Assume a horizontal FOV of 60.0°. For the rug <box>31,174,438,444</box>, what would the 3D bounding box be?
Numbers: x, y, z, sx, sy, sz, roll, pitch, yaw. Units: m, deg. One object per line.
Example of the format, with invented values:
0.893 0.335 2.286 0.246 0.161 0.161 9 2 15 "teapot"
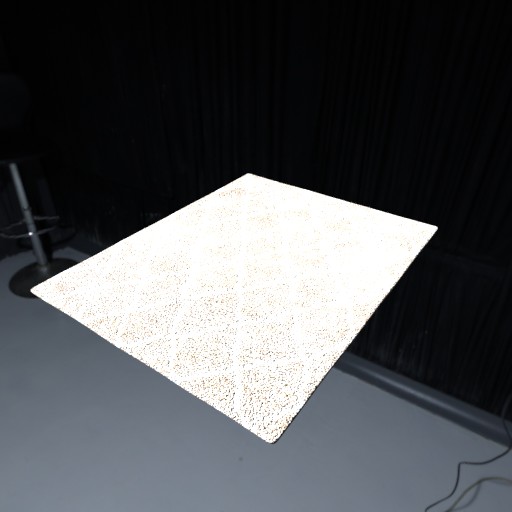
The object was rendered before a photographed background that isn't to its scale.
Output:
0.000 0.000 4.113 2.438 0.029 3.047 21 39 29 "rug"
